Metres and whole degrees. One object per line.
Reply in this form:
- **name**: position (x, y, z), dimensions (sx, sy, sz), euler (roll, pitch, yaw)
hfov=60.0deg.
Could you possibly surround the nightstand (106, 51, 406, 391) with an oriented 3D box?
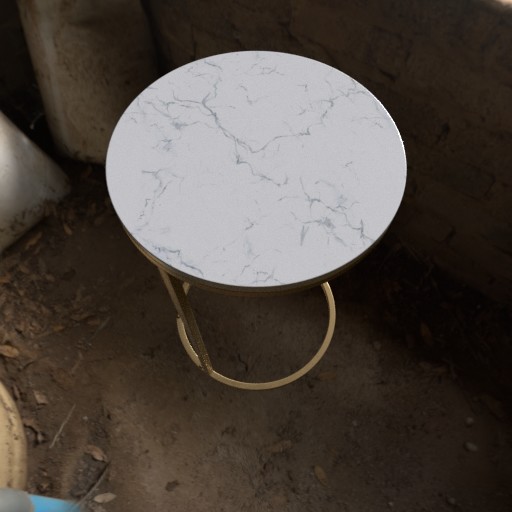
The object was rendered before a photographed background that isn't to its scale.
- **nightstand**: position (0.000, 0.000, 0.866), dimensions (0.400, 0.610, 0.400), euler (1, 62, 0)
